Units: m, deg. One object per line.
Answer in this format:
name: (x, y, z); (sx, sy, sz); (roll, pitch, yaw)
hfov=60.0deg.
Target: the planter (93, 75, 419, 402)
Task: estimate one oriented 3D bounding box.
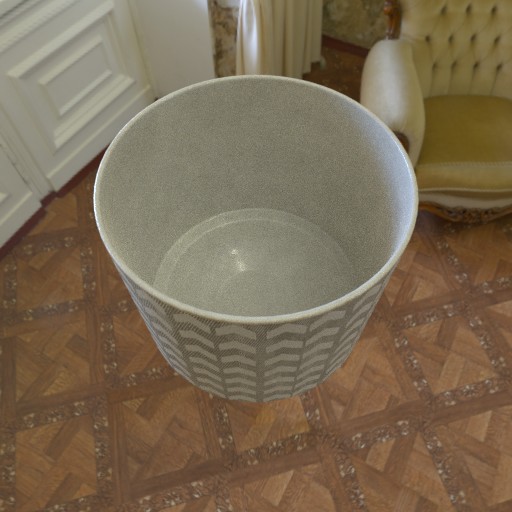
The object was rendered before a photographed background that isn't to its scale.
planter: (0.000, 0.000, 0.447); (0.250, 0.239, 0.250); (0, 58, 0)
